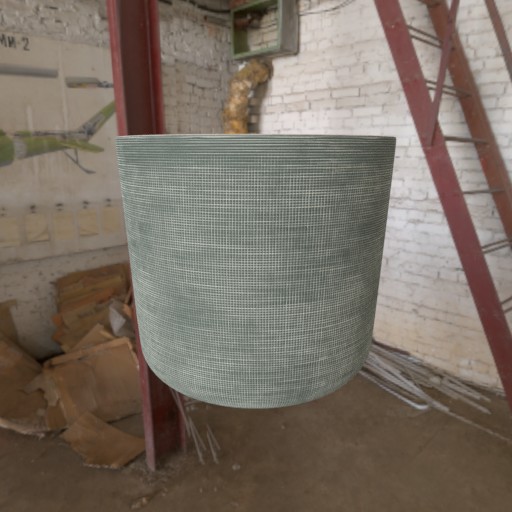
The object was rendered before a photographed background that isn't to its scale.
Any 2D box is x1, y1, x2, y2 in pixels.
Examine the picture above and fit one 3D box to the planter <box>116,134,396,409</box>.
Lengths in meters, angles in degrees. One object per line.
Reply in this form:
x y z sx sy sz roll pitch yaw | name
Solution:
0.000 0.000 0.773 0.440 0.398 0.440 0 14 0 | planter
